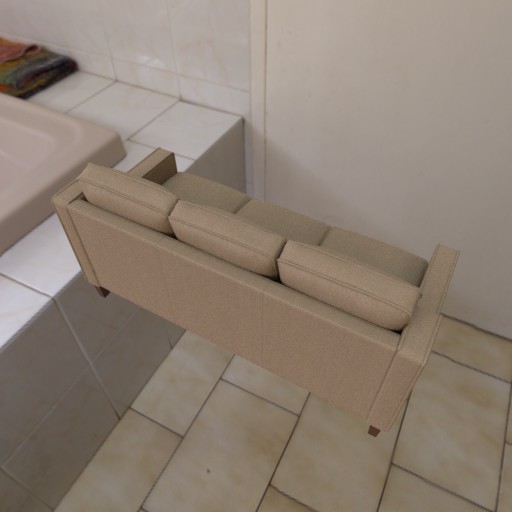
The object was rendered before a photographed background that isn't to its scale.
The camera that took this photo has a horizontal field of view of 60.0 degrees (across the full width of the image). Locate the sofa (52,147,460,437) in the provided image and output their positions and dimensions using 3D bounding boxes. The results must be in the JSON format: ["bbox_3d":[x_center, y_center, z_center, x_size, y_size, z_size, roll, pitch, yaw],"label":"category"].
[{"bbox_3d":[0.000,0.000,2.518,1.986,0.974,0.911,22,50,20],"label":"sofa"}]
